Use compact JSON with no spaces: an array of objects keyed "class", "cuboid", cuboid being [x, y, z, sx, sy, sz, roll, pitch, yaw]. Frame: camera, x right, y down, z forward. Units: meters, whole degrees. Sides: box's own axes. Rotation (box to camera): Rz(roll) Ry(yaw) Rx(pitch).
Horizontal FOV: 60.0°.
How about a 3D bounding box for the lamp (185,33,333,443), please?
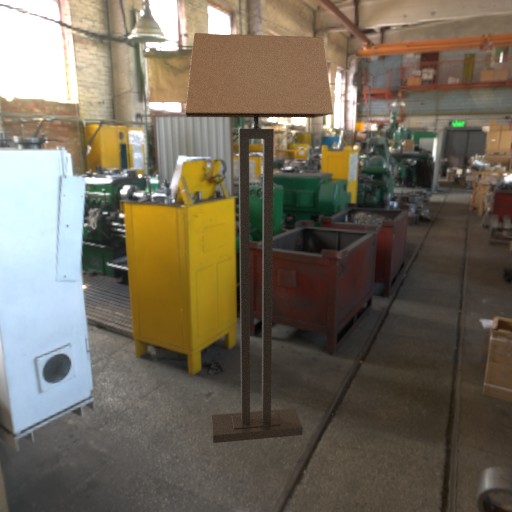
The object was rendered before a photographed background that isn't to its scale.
[{"class":"lamp","cuboid":[0.000,0.000,1.643,0.475,1.469,0.233,-2,15,-8]}]
